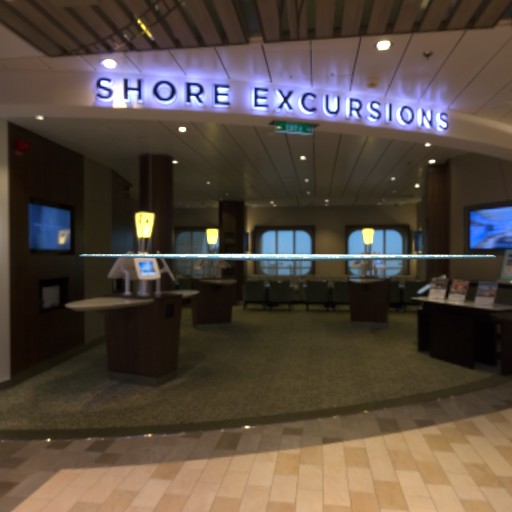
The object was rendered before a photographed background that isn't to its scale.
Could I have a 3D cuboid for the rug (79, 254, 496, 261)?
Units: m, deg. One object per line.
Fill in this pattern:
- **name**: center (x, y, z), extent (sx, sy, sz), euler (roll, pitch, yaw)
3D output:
- **rug**: center (0.000, 0.000, 2.267), extent (1.211, 0.012, 1.833), euler (0, 1, -38)
